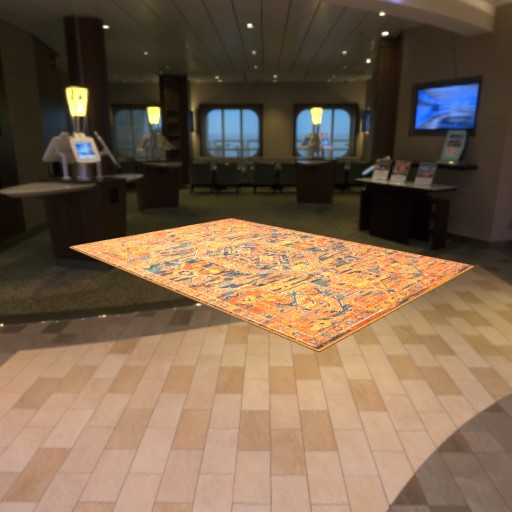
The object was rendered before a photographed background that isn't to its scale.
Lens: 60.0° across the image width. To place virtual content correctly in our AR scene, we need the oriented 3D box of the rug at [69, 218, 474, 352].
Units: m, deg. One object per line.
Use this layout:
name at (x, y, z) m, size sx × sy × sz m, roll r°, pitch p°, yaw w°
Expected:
rug at (0.000, 0.000, 3.852) m, size 2.043 × 0.019 × 2.916 m, roll -15°, pitch 21°, yaw -43°
